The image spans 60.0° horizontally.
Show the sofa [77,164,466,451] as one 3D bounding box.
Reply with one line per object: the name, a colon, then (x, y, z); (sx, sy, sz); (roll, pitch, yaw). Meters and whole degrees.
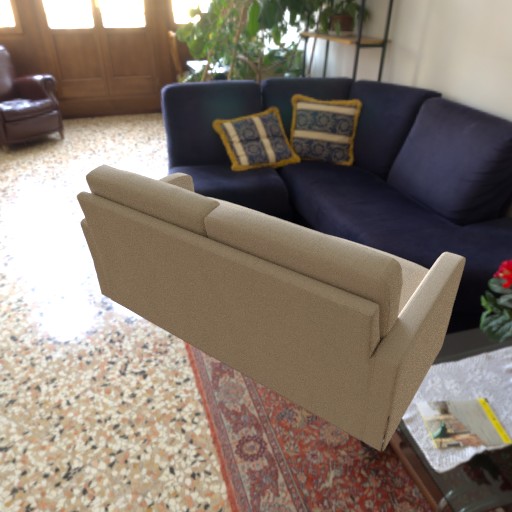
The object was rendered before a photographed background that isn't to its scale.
sofa: (0.000, 0.000, 2.266); (1.808, 0.831, 0.894); (21, 37, 31)
